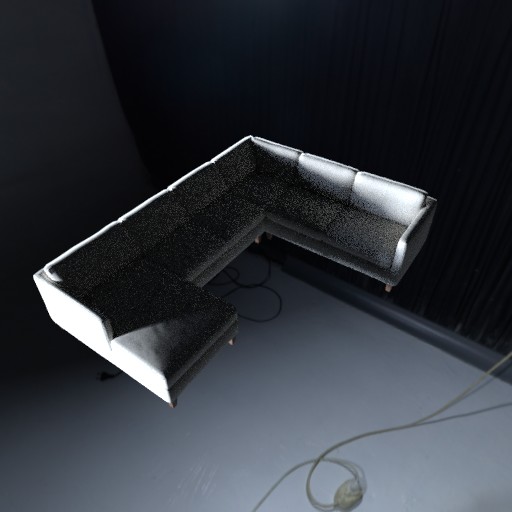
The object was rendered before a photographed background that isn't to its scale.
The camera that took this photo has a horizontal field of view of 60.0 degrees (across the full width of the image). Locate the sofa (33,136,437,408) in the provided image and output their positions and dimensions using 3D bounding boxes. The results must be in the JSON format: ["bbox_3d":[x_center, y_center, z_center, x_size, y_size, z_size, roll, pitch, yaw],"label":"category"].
[{"bbox_3d":[0.000,0.000,4.464,2.551,0.853,3.238,25,47,26],"label":"sofa"}]
